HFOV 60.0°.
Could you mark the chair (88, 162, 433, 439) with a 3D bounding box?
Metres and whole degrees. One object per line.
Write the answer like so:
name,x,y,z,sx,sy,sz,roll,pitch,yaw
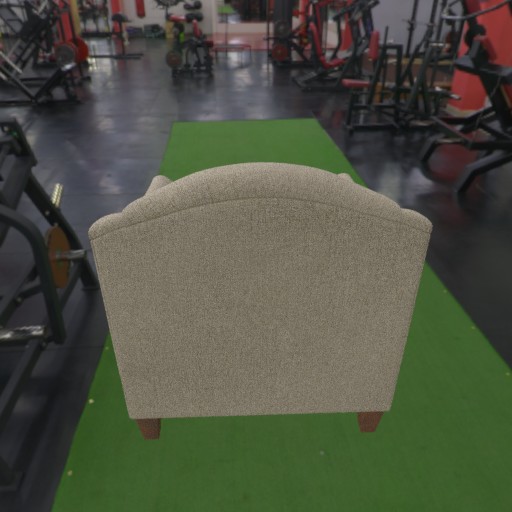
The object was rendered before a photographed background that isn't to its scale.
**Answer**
chair,0.000,0.000,1.436,0.763,0.839,0.787,-1,31,-2
